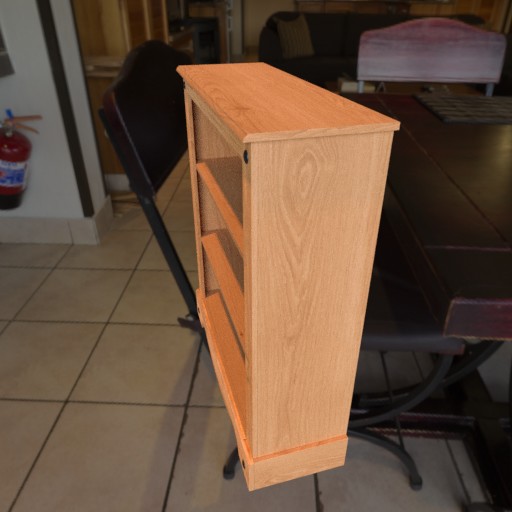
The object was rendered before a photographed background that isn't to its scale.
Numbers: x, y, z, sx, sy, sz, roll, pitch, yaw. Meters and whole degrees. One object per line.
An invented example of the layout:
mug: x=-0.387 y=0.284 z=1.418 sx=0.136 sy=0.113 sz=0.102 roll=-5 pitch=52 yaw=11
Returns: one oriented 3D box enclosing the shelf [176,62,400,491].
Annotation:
shelf: x=0.000 y=0.000 z=1.349 sx=0.291 sy=0.980 sz=0.840 roll=-8 pitch=32 yaw=-14
